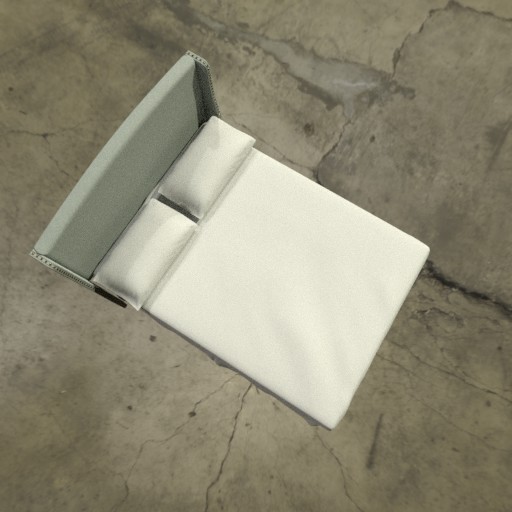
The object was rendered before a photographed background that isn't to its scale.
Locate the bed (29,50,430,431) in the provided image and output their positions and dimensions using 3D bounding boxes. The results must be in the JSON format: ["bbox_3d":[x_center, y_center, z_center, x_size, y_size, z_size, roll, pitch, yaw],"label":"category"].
[{"bbox_3d":[0.000,0.000,3.303,2.237,1.407,1.710,31,77,8],"label":"bed"}]
